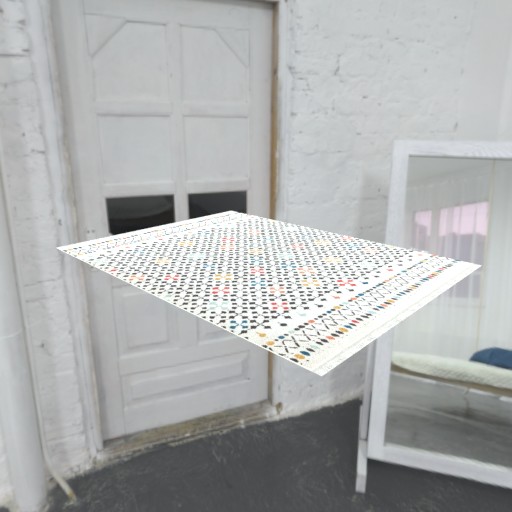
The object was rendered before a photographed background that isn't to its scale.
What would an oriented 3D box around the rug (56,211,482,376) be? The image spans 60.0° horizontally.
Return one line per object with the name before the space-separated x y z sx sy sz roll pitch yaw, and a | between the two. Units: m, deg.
rug | 0.000 0.000 4.110 3.196 0.007 2.354 17 24 41
